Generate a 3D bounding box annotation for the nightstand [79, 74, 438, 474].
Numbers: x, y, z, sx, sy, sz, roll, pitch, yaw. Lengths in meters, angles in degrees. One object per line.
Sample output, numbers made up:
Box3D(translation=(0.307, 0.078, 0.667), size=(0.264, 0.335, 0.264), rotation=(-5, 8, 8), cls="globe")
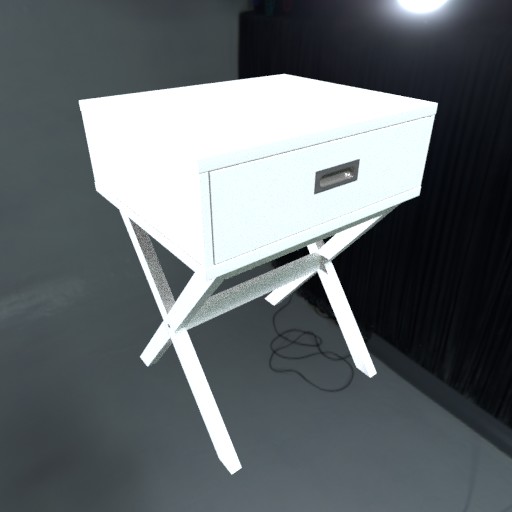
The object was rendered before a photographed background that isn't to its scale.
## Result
Box3D(translation=(0.000, 0.000, 0.928), size=(0.479, 0.623, 0.402), rotation=(-22, 37, -32), cls="nightstand")
